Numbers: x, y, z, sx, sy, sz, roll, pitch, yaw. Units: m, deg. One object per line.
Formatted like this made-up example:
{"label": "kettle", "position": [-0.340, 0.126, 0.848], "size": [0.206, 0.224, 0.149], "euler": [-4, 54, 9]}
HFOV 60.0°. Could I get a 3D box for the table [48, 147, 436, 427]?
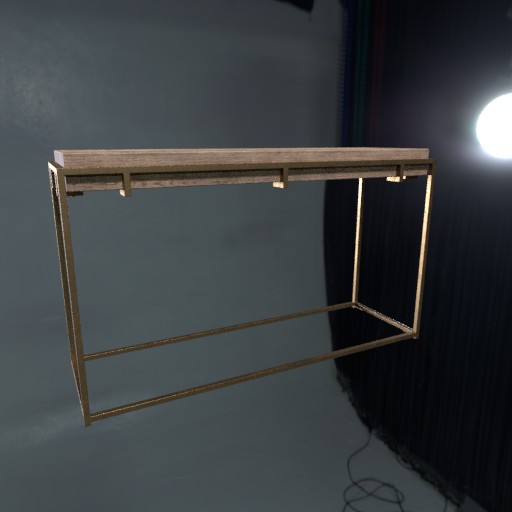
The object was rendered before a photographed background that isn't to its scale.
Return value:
{"label": "table", "position": [0.000, 0.000, 1.754], "size": [1.400, 0.820, 0.440], "euler": [-7, 16, -26]}
